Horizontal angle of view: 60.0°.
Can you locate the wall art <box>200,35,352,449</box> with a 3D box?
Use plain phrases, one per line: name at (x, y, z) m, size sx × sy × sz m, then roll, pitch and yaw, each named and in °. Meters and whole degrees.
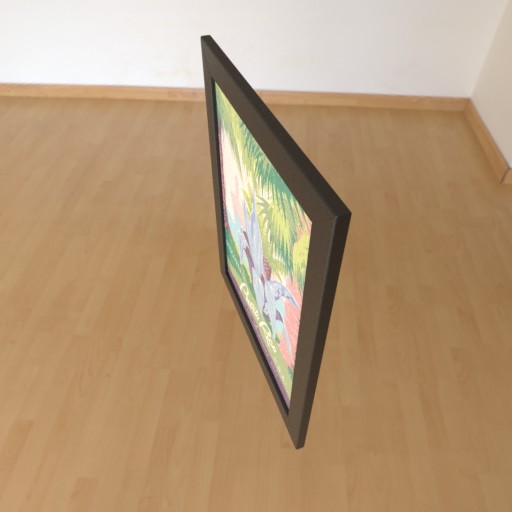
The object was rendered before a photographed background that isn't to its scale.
wall art at (0.000, 0.000, 0.784) m, size 0.018 × 0.582 × 0.481 m, roll -15°, pitch 48°, yaw -14°
